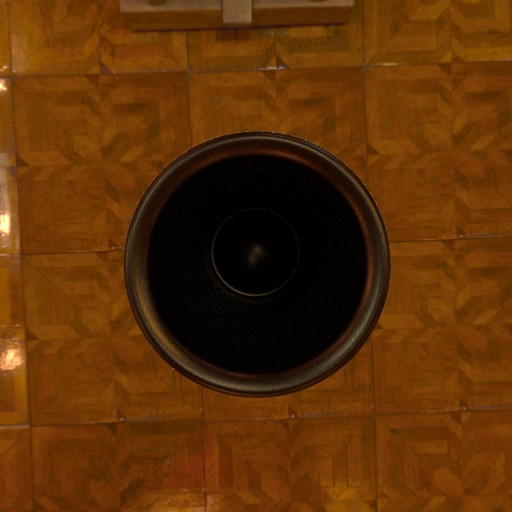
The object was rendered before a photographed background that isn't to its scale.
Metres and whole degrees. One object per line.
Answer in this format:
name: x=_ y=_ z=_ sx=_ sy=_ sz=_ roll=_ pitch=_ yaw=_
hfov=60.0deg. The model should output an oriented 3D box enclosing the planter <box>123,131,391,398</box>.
planter: x=0.000 y=0.000 z=0.276 sx=0.100 sy=0.227 sz=0.100 roll=0 pitch=92 yaw=0
